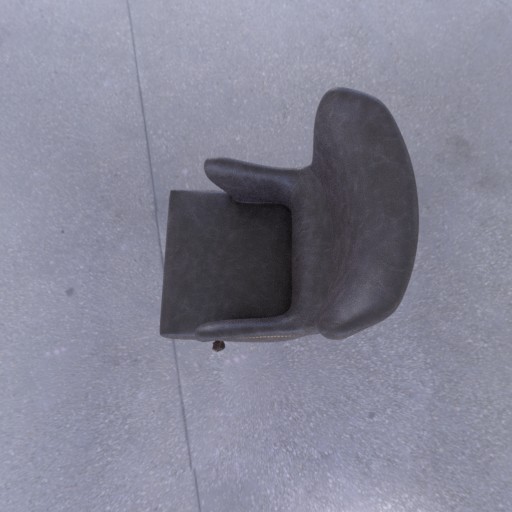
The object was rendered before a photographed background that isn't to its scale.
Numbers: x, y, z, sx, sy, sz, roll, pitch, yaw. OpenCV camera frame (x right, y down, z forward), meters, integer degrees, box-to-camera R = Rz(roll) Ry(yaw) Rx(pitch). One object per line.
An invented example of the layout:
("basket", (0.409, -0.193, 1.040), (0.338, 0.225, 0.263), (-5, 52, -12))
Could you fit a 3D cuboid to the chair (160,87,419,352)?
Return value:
("chair", (0.000, 0.000, 1.456), (0.717, 1.037, 0.594), (1, 76, 0))
